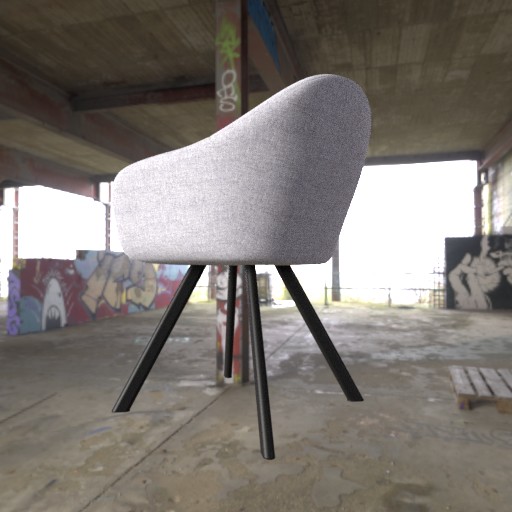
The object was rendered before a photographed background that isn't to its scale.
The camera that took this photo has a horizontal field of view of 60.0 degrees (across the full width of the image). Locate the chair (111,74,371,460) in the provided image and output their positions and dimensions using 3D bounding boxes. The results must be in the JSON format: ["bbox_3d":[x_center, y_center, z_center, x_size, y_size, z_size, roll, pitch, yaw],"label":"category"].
[{"bbox_3d":[0.000,0.000,1.141,0.570,0.780,0.540,-1,-1,35],"label":"chair"}]
